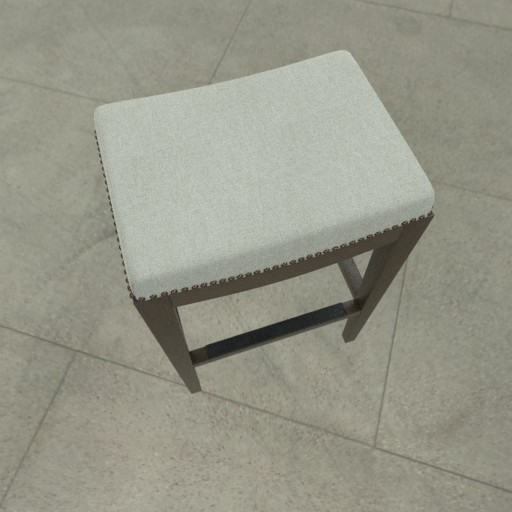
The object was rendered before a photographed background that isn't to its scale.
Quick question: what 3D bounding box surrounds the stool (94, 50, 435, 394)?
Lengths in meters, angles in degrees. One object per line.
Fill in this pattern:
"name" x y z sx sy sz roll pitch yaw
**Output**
"stool" 0.000 0.000 1.023 0.498 0.759 0.358 -16 64 -8
